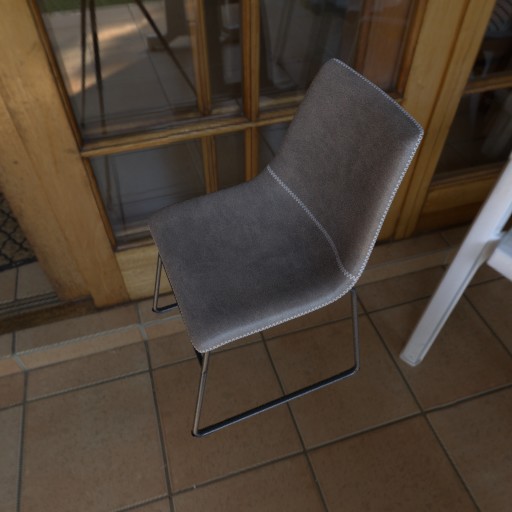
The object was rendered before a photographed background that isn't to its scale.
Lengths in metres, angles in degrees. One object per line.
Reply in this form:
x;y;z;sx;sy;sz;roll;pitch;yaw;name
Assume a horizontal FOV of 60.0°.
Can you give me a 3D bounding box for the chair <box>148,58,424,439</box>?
0.000;0.000;1.107;0.550;0.780;0.460;-17;50;-15;chair
